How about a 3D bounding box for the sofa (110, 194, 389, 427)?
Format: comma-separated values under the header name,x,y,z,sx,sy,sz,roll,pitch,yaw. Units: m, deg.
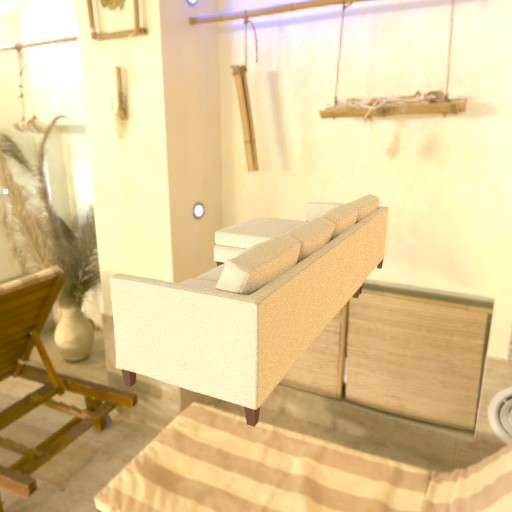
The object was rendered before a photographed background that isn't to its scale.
name,x,y,z,sx,sy,sz,roll,pitch,yaw
sofa,0.000,0.000,3.824,1.625,0.846,3.186,8,17,26
